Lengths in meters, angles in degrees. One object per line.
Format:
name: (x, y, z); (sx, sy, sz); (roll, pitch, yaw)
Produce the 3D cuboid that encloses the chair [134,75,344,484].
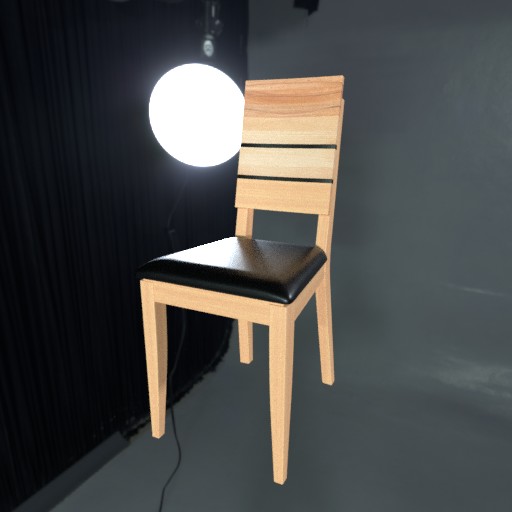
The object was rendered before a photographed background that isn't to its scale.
chair: (0.000, 0.000, 1.198); (0.410, 0.940, 0.520); (8, 18, 26)
